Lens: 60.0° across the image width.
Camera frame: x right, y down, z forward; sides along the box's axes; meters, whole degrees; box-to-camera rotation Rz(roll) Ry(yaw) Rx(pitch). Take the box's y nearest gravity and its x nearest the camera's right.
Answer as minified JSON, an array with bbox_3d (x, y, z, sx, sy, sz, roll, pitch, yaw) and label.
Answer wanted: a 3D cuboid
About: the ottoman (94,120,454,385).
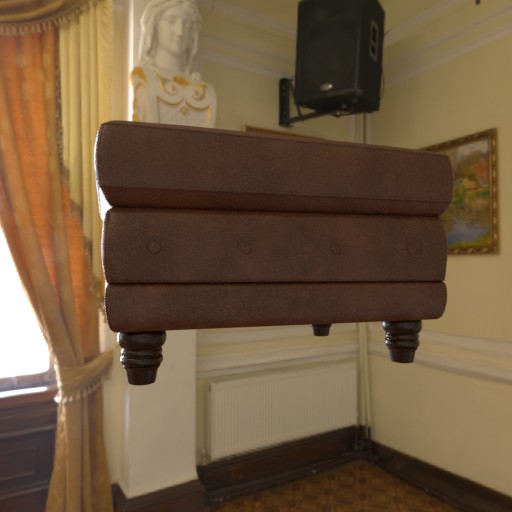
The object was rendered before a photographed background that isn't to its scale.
[{"bbox_3d":[0.000,0.000,1.172,0.795,0.509,0.588,0,-1,-19],"label":"ottoman"}]
